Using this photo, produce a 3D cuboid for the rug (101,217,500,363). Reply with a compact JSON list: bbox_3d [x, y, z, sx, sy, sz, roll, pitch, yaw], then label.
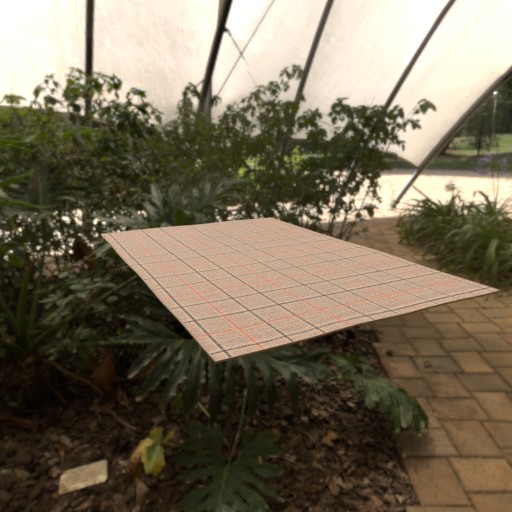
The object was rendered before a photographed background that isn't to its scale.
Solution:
[{"bbox_3d":[0.000,0.000,2.256,1.220,0.013,1.829,-8,17,-27],"label":"rug"}]
